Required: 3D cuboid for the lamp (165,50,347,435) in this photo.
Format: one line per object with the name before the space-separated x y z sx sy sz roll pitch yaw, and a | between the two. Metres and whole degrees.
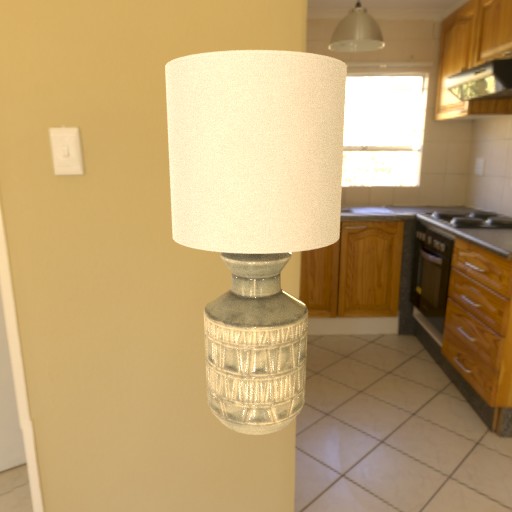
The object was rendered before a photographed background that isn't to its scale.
lamp | 0.000 0.000 0.578 0.211 0.455 0.211 -2 14 -9
